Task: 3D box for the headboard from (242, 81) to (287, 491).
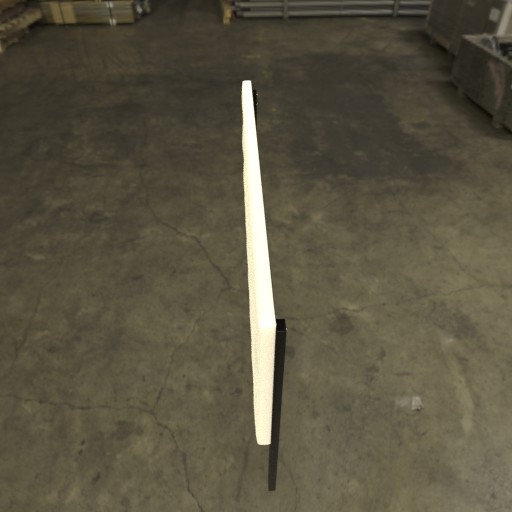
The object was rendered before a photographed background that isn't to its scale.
[{"bbox_3d":[0.000,0.000,2.837,0.120,1.410,2.362,-2,41,-2],"label":"headboard"}]
